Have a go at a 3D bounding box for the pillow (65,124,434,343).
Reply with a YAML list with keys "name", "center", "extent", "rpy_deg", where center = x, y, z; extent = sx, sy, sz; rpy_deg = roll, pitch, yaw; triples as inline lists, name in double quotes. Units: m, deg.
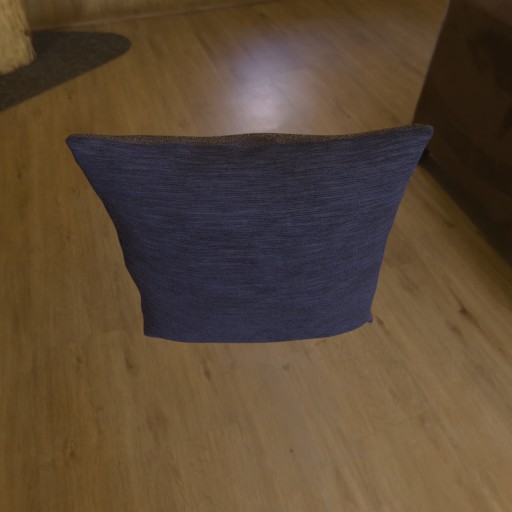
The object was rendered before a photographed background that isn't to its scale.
- name: "pillow"
  center: [0.000, 0.000, 0.692]
  extent: [0.452, 0.439, 0.204]
  rpy_deg: [-2, 48, -2]
